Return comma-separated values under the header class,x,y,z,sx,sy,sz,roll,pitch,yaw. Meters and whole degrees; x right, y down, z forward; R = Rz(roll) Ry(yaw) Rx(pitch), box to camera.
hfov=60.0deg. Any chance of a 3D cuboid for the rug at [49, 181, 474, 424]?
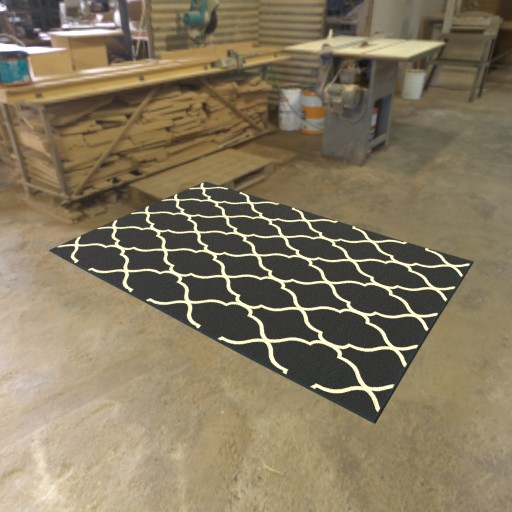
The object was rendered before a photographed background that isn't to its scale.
class,x,y,z,sx,sy,sz,roll,pitch,yaw
rug,0.000,0.000,2.856,2.294,0.014,1.528,21,37,31
